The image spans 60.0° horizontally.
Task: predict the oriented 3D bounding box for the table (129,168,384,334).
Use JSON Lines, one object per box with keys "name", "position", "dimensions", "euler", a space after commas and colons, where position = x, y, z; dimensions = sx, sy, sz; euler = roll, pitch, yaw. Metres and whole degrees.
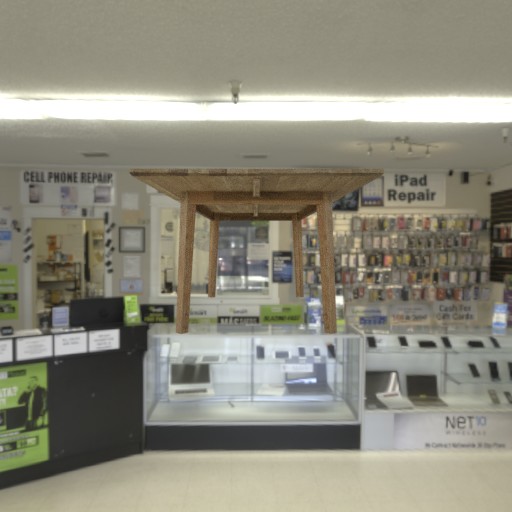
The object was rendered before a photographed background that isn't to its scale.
{"name": "table", "position": [0.000, 0.000, 3.052], "dimensions": [1.000, 0.752, 2.603], "euler": [0, 1, 0]}
